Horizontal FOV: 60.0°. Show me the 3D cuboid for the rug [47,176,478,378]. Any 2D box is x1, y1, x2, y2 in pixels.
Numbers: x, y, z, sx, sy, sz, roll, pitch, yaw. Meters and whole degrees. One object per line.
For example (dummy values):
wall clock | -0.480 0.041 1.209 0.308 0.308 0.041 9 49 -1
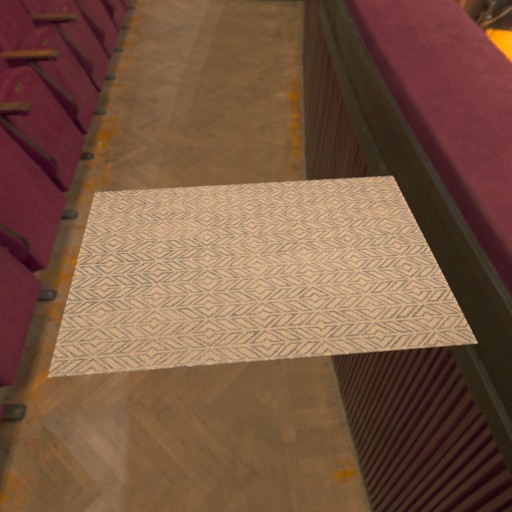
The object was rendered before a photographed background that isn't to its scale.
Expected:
rug | 0.000 0.000 2.289 1.824 0.008 1.220 -4 46 -4
